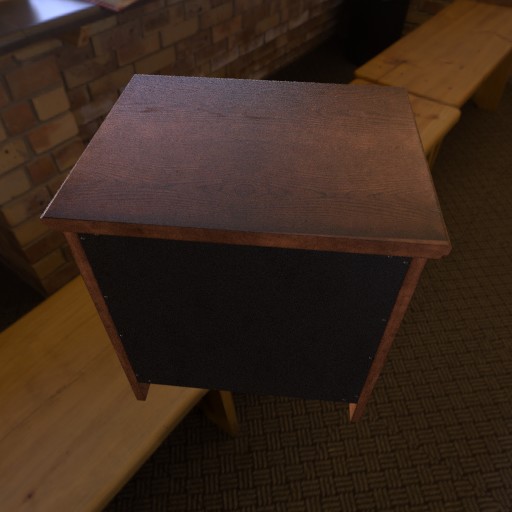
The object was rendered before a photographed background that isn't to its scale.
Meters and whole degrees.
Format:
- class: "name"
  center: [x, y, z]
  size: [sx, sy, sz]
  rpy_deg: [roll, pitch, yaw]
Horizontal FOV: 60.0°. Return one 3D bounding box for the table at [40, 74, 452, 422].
- class: "table"
  center: [0.000, 0.000, 0.996]
  size: [0.586, 0.597, 0.461]
  rpy_deg: [4, 47, 4]
